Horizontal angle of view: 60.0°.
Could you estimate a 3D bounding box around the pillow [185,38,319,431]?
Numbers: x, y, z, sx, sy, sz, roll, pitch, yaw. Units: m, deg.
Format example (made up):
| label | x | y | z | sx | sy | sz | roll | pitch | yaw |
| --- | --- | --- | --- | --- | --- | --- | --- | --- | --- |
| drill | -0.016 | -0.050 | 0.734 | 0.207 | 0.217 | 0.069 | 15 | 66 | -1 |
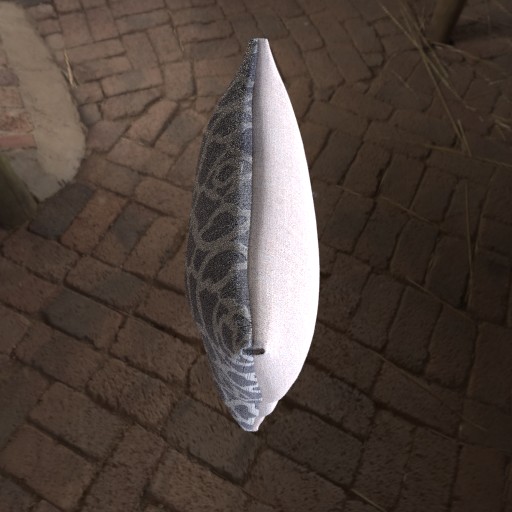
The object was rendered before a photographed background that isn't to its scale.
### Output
| label | x | y | z | sx | sy | sz | roll | pitch | yaw |
| --- | --- | --- | --- | --- | --- | --- | --- | --- | --- |
| pillow | 0.000 | 0.000 | 0.769 | 0.215 | 0.498 | 0.508 | 1 | 60 | 0 |
